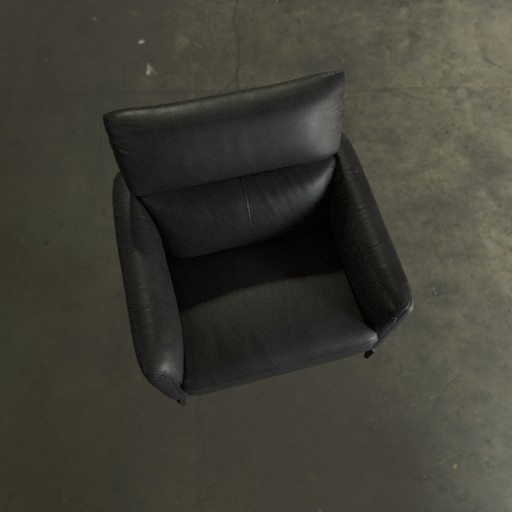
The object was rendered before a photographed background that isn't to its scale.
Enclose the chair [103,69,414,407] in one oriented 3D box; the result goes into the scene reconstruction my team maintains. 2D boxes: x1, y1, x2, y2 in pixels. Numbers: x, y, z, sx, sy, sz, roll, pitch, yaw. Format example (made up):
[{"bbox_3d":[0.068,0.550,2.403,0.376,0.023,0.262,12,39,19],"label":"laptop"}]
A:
[{"bbox_3d":[0.000,0.000,1.665,0.976,0.949,0.809,-13,64,-6],"label":"chair"}]
